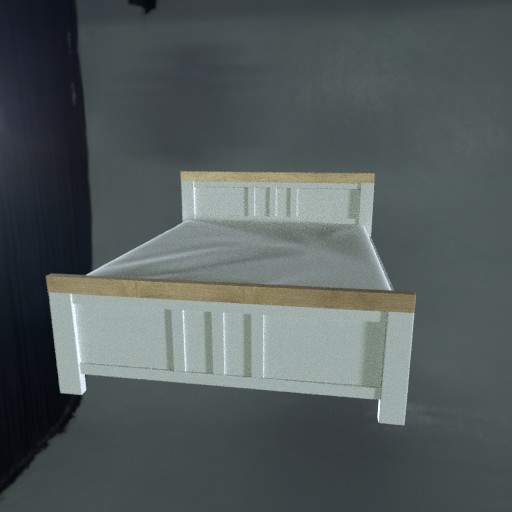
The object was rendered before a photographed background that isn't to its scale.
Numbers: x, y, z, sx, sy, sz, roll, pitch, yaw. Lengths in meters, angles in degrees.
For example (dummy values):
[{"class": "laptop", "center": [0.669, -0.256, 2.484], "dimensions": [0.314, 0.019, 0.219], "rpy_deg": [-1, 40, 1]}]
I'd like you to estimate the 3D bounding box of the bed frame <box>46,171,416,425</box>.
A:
[{"class": "bed frame", "center": [0.000, 0.000, 2.962], "dimensions": [1.670, 0.980, 2.050], "rpy_deg": [2, 14, 9]}]
